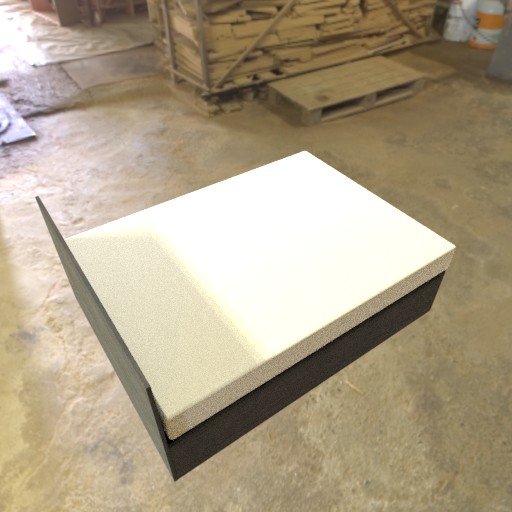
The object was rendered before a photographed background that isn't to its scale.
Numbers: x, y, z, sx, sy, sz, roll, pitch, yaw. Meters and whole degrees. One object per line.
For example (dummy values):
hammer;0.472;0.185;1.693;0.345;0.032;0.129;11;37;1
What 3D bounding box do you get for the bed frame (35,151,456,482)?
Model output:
bed frame;0.000;0.000;2.612;1.900;0.800;1.400;-25;48;-25
